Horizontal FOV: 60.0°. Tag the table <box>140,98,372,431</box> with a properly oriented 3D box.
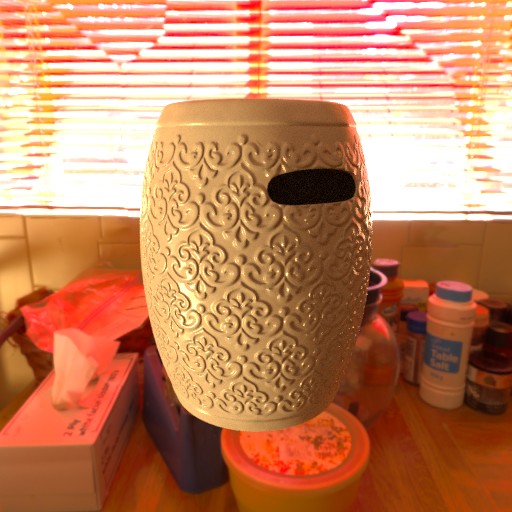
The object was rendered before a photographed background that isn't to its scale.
[{"bbox_3d":[0.000,0.000,0.615,0.309,0.397,0.309,0,15,0],"label":"table"}]
